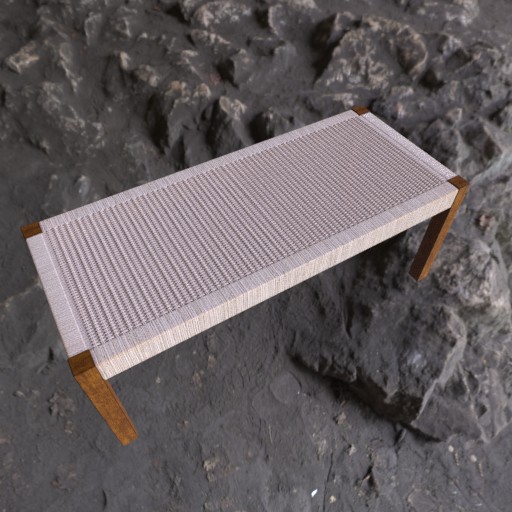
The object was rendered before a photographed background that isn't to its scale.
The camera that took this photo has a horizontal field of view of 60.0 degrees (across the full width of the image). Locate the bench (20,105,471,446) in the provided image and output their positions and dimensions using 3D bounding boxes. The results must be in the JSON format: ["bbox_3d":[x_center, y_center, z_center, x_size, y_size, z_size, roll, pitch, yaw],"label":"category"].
[{"bbox_3d":[0.000,0.000,1.443,1.198,0.457,0.507,-25,54,-19],"label":"bench"}]
